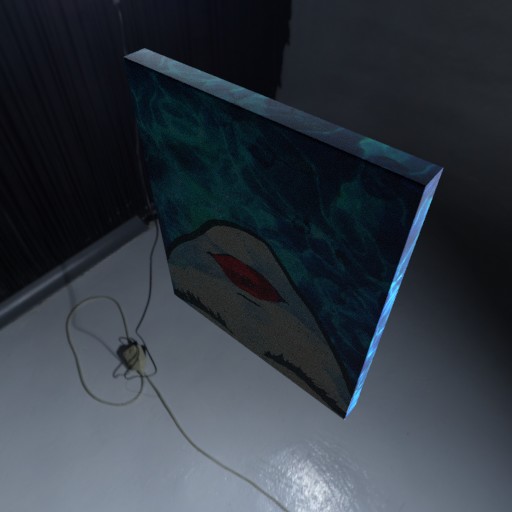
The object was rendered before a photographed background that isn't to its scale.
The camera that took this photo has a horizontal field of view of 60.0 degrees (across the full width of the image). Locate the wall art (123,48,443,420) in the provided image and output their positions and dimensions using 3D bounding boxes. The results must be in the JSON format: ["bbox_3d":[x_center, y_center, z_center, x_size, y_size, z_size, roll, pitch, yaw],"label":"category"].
[{"bbox_3d":[0.000,0.000,0.689,0.432,0.508,0.038,31,54,26],"label":"wall art"}]
